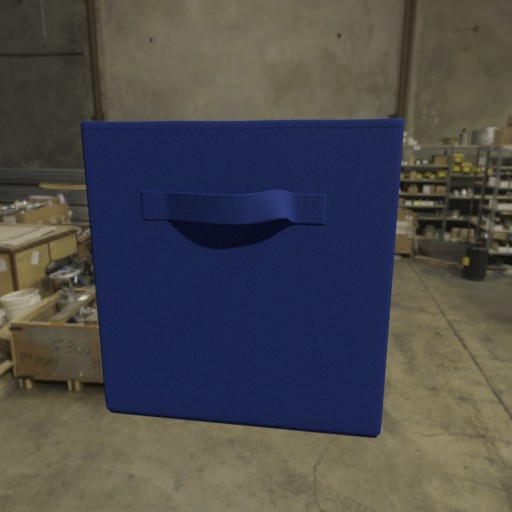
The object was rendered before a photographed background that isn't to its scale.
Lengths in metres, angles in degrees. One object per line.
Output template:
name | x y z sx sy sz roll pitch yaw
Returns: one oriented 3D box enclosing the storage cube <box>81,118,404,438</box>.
storage cube | 0.000 0.000 0.499 0.270 0.280 0.270 2 14 9
